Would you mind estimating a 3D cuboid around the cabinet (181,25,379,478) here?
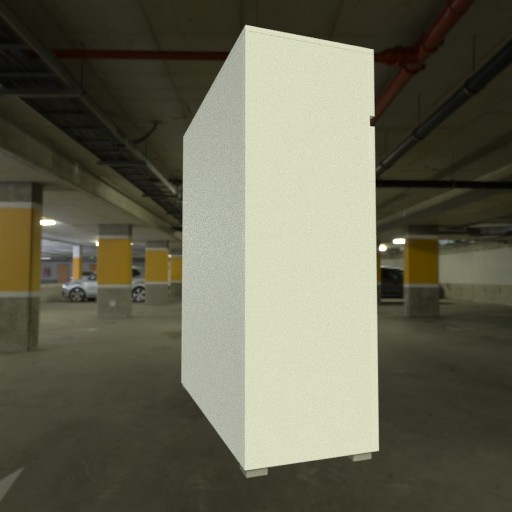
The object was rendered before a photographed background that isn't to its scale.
[{"bbox_3d":[0.000,0.000,1.698,0.400,1.190,1.000,1,-3,-19],"label":"cabinet"}]
